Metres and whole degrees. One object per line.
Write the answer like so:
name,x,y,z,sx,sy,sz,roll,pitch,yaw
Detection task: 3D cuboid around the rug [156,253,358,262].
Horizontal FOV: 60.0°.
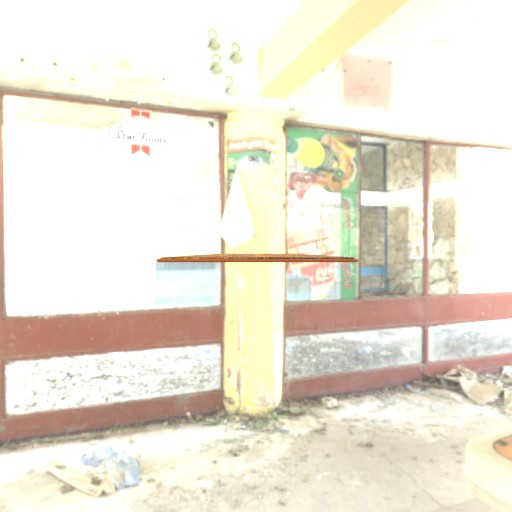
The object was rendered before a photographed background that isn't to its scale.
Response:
rug,0.000,0.000,2.559,0.651,0.016,2.274,0,1,0
